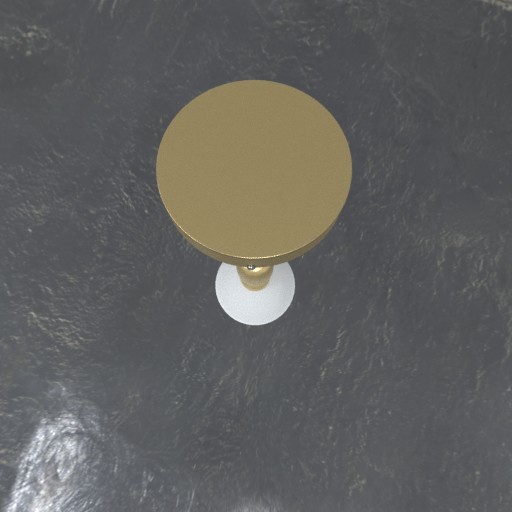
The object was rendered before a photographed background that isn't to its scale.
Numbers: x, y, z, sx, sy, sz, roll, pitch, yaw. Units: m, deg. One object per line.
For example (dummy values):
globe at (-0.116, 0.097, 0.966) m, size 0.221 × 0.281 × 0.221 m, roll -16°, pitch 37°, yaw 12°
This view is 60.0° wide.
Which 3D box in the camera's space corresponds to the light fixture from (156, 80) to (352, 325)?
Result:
light fixture at (0.000, 0.000, 0.569) m, size 0.146 × 0.510 × 0.147 m, roll -5°, pitch 75°, yaw -1°
